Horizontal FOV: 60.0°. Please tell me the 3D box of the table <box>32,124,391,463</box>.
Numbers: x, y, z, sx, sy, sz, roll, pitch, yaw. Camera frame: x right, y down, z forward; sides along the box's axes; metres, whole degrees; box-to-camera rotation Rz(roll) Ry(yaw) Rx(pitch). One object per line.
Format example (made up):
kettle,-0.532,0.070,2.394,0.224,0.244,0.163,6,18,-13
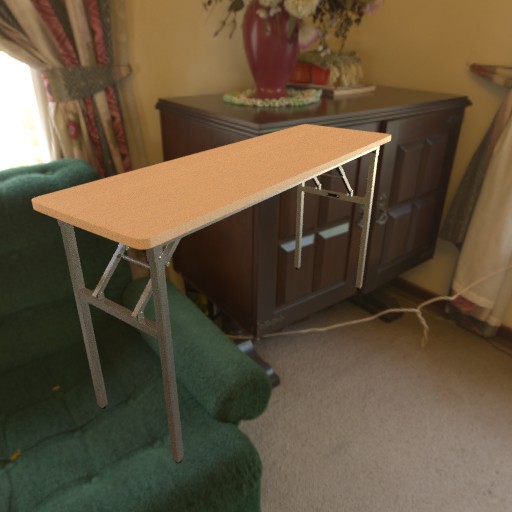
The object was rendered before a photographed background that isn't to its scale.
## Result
table,0.000,0.000,1.699,0.446,0.750,1.397,18,31,32
